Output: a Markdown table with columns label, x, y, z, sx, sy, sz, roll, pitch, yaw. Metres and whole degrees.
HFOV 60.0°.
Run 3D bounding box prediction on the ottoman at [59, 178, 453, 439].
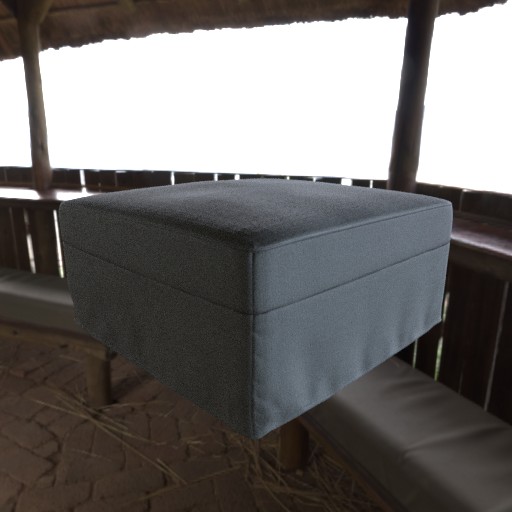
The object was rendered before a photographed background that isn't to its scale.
| label | x | y | z | sx | sy | sz | roll | pitch | yaw |
| --- | --- | --- | --- | --- | --- | --- | --- | --- | --- |
| ottoman | 0.000 | 0.000 | 1.327 | 0.843 | 0.441 | 0.842 | -14 | 20 | -43 |
